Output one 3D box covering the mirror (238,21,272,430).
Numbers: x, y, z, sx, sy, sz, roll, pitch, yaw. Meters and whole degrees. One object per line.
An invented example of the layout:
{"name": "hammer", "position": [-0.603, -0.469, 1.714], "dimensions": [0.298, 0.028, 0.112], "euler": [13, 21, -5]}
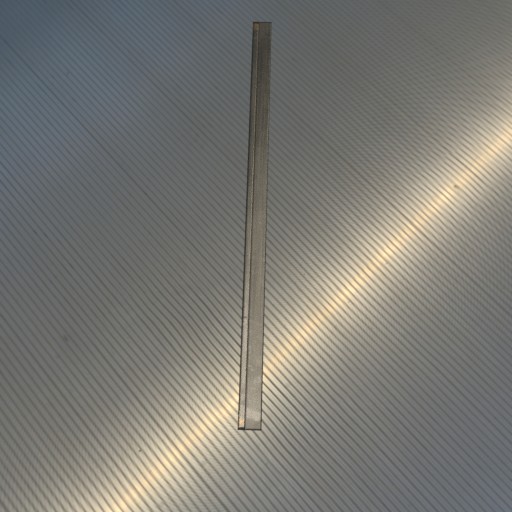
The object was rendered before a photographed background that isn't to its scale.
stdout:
{"name": "mirror", "position": [0.000, 0.000, 0.576], "dimensions": [0.020, 0.381, 0.382], "euler": [2, 75, 0]}
